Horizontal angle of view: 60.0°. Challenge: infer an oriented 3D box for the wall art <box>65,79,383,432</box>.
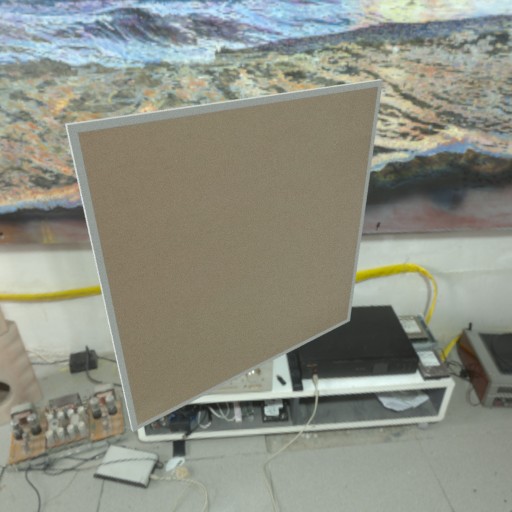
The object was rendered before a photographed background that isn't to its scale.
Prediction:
[{"bbox_3d":[0.000,0.000,0.664,0.456,0.456,0.007,-20,36,-30],"label":"wall art"}]
